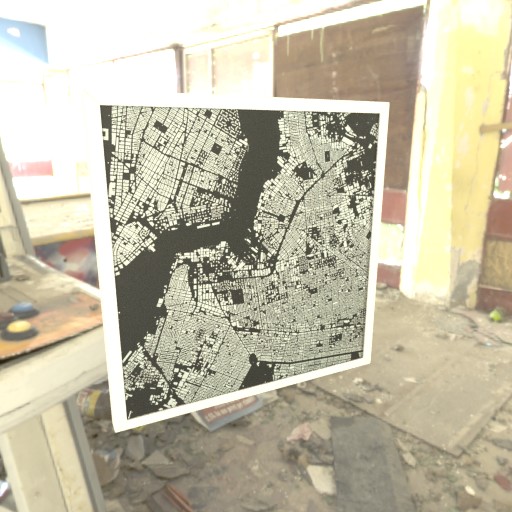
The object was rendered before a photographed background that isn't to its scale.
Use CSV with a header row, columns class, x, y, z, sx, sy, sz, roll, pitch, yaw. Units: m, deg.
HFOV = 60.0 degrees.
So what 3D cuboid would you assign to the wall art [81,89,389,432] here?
class,x,y,z,sx,sy,sz,roll,pitch,yaw
wall art,0.000,0.000,1.128,0.761,0.762,0.050,-7,17,-25
